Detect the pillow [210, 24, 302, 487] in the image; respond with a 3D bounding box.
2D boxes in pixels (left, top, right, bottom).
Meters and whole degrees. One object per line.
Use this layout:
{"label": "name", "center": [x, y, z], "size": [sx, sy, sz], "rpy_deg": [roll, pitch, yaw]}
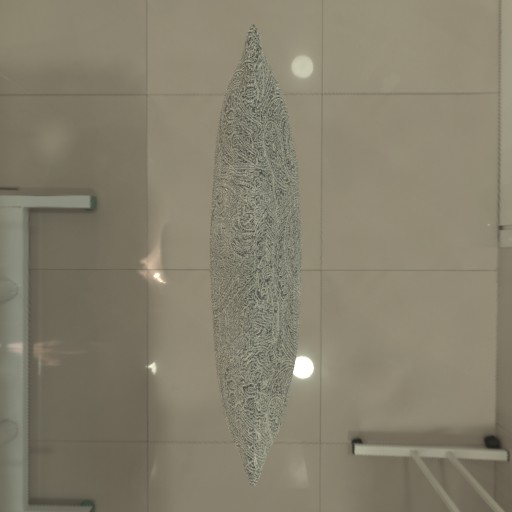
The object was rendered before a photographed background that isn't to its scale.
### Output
{"label": "pillow", "center": [0.000, 0.000, 0.732], "size": [0.151, 0.295, 0.615], "rpy_deg": [0, 91, 1]}
